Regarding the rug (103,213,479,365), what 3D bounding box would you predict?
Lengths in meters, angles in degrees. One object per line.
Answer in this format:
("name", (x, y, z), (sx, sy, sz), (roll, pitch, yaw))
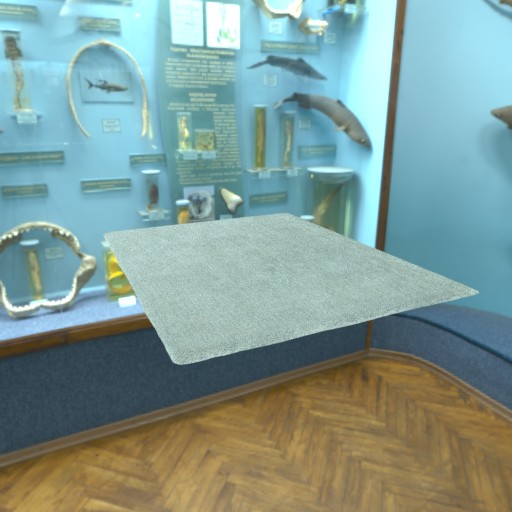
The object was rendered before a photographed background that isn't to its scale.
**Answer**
("rug", (0.000, 0.000, 4.047), (2.332, 0.027, 2.933), (-9, 20, -24))
